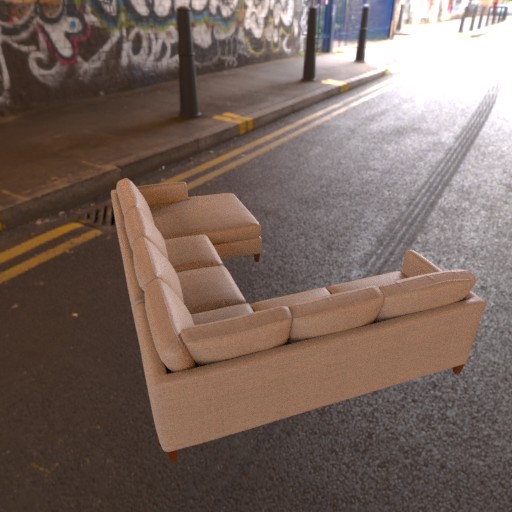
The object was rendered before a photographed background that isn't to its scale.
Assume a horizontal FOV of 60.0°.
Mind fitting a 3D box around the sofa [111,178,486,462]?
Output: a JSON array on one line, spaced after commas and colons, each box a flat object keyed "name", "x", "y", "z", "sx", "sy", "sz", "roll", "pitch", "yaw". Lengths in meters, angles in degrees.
[{"name": "sofa", "x": 0.000, "y": 0.000, "z": 4.548, "sx": 2.594, "sy": 0.961, "sz": 3.460, "roll": -10, "pitch": 31, "yaw": -17}]
